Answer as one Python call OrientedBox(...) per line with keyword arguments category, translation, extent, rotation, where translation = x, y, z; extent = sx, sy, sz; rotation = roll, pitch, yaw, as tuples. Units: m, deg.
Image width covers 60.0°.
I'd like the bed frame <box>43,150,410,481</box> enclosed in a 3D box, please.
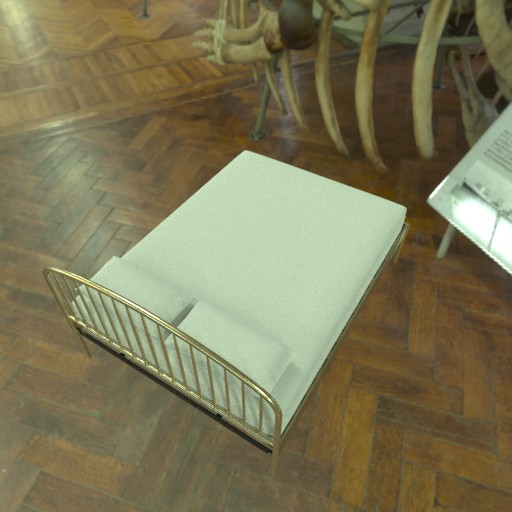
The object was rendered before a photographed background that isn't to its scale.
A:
OrientedBox(category="bed frame", translation=(0.000, 0.000, 3.180), extent=(1.612, 1.175, 2.152), rotation=(24, 51, 21))
